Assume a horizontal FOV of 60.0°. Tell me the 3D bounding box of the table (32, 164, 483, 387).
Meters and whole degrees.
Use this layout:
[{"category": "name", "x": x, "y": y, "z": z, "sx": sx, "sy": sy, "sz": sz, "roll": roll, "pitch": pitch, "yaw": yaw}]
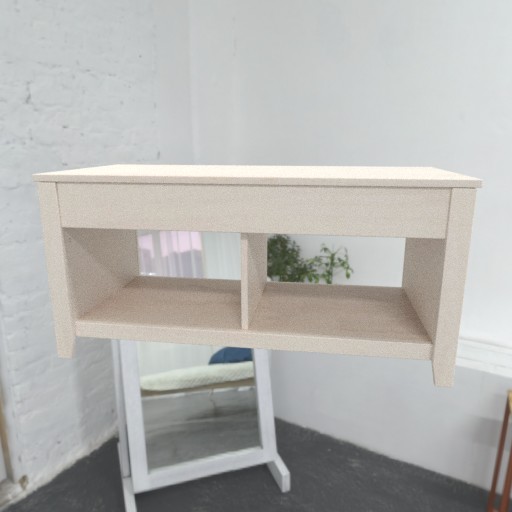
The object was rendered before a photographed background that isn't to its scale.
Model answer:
[{"category": "table", "x": 0.000, "y": 0.000, "z": 1.267, "sx": 1.016, "sy": 0.483, "sz": 0.457, "roll": 2, "pitch": 15, "yaw": 8}]
